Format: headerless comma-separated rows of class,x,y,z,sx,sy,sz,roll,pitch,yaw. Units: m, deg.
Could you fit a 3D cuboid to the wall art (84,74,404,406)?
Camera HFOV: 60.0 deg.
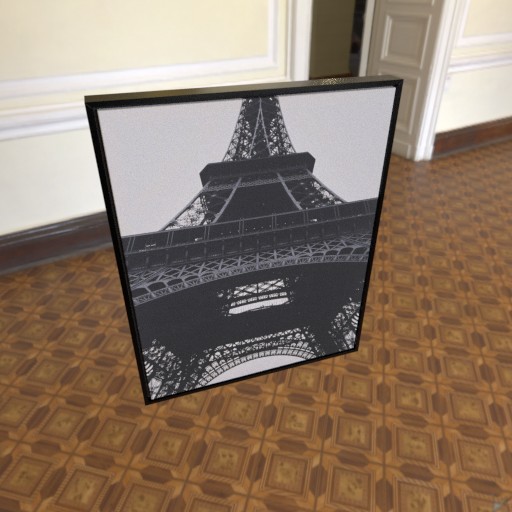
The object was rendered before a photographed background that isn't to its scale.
wall art,0.000,0.000,0.760,0.451,0.553,0.039,-10,34,-16
